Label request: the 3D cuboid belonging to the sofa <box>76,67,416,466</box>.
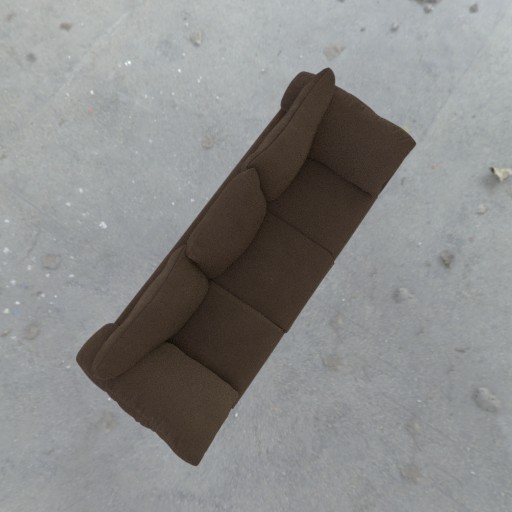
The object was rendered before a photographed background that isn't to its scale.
[{"bbox_3d":[0.000,0.000,2.828,0.878,1.015,2.336,35,78,8],"label":"sofa"}]
